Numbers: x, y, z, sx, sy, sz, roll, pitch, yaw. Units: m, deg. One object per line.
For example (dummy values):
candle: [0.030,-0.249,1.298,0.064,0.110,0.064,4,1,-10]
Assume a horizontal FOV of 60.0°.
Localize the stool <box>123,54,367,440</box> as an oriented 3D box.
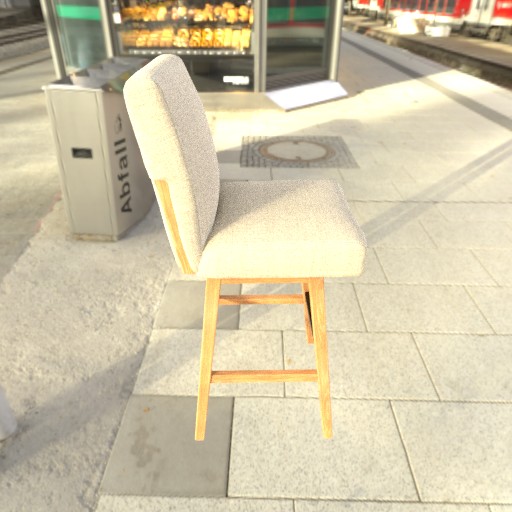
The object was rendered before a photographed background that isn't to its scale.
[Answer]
stool: [0.000,0.000,1.367,0.569,1.106,0.483,-1,31,-1]
